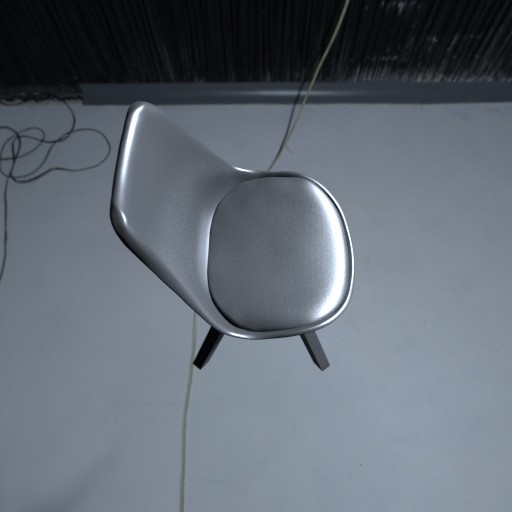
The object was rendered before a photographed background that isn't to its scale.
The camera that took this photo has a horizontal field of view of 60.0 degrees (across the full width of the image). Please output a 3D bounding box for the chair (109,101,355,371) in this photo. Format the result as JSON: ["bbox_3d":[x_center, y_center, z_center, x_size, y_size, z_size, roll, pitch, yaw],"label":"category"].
[{"bbox_3d":[0.000,0.000,1.198,0.530,0.850,0.485,1,65,0],"label":"chair"}]
